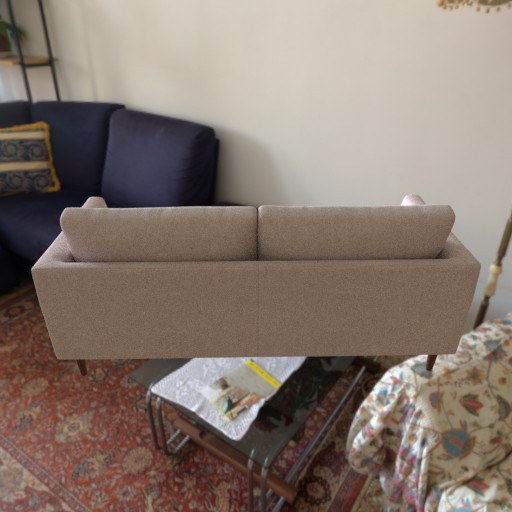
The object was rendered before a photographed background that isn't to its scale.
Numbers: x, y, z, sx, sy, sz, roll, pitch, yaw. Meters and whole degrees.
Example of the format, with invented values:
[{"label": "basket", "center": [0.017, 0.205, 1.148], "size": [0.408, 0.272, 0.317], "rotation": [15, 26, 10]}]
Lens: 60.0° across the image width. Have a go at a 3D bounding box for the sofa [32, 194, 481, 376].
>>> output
[{"label": "sofa", "center": [0.000, 0.000, 2.428], "size": [1.948, 0.868, 1.020], "rotation": [-1, 29, -1]}]
